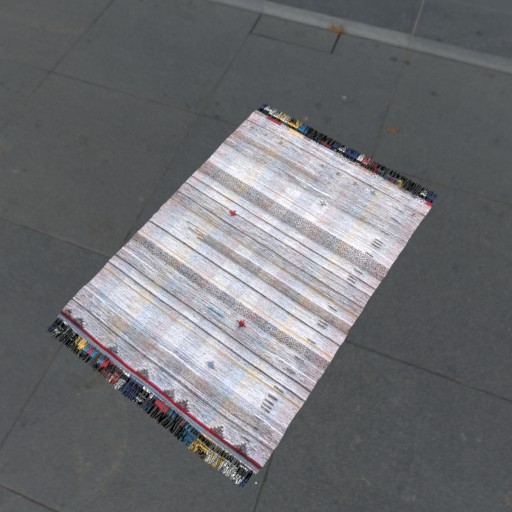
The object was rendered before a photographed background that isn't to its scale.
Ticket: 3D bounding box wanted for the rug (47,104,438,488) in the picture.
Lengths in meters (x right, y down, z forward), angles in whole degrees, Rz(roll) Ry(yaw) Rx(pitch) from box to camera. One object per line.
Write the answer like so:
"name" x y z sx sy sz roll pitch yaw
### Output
"rug" 0.000 0.000 2.308 1.217 0.012 1.848 33 67 15
